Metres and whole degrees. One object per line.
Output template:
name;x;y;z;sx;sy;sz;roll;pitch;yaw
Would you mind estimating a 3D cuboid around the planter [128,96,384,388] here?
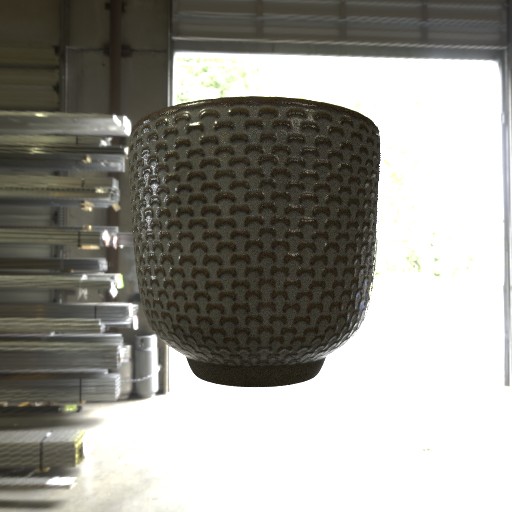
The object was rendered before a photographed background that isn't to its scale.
planter;0.000;0.000;0.249;0.139;0.130;0.139;0;-2;0
